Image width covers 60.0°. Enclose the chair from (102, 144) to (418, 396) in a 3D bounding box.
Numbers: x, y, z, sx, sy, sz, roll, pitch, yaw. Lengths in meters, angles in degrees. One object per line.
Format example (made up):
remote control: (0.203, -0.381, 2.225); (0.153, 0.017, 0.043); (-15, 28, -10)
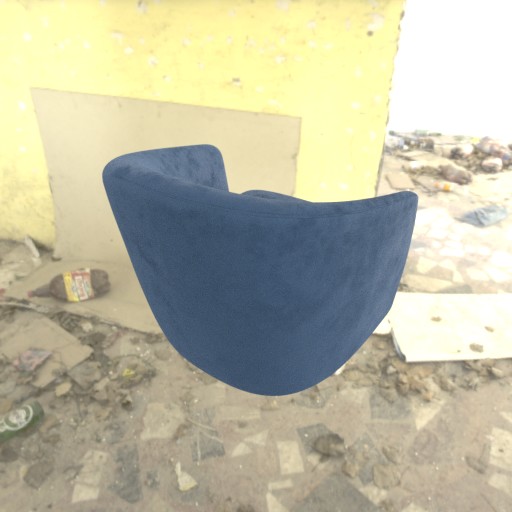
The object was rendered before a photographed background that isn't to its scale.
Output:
chair: (0.000, 0.000, 1.363); (0.773, 0.698, 0.767); (21, 36, 32)
